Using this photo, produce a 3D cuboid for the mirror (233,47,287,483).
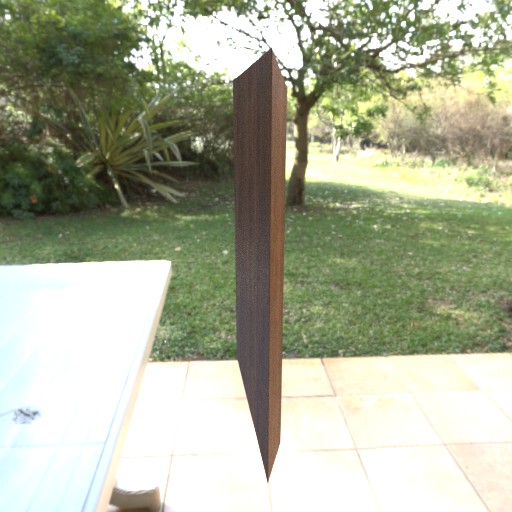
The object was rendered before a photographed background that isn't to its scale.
[{"bbox_3d":[0.000,0.000,1.286,0.047,1.010,0.651,-3,17,-9],"label":"mirror"}]
